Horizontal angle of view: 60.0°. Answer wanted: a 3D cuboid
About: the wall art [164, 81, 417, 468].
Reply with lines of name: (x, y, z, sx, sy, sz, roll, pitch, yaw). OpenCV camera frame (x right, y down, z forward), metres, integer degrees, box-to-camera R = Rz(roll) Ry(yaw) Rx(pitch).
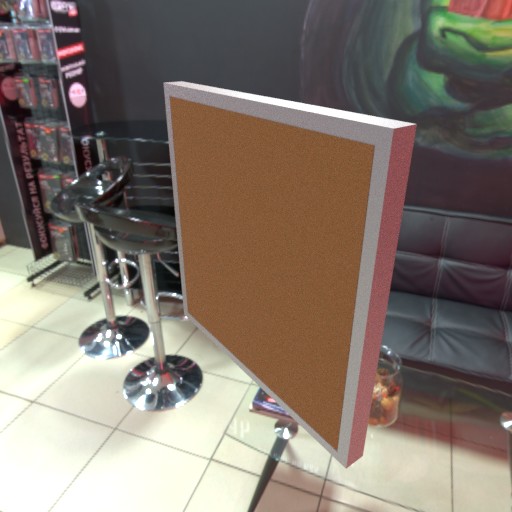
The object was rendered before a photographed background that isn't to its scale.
wall art: (0.000, 0.000, 0.746, 0.038, 0.506, 0.506, -19, 33, -32)
